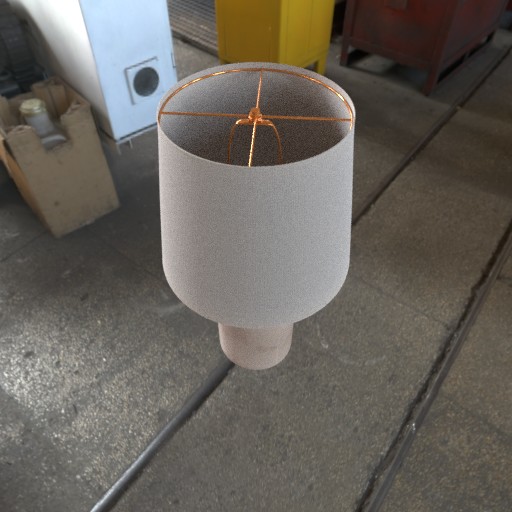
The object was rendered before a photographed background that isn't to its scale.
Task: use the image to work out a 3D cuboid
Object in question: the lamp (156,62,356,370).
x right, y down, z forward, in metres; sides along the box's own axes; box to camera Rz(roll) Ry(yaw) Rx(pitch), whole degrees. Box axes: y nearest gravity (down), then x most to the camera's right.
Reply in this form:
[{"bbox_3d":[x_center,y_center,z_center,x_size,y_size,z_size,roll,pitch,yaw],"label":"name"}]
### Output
[{"bbox_3d":[0.000,0.000,0.462,0.189,0.340,0.189,0,48,0],"label":"lamp"}]
